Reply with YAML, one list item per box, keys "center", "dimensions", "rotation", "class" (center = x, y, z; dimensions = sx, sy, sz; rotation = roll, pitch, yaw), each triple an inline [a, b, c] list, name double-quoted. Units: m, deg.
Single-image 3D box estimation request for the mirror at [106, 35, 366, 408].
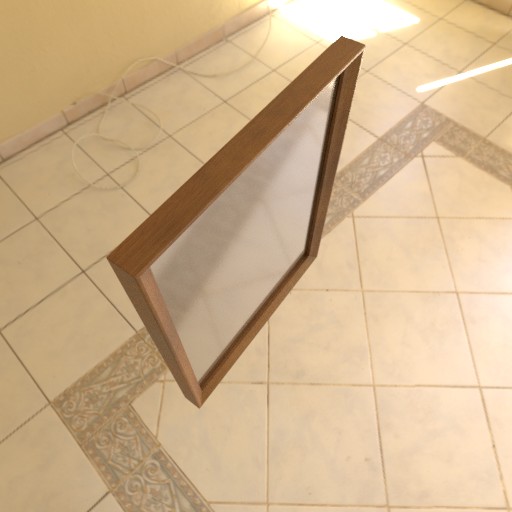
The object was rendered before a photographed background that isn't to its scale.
- center: [0.000, 0.000, 0.688]
  dimensions: [0.041, 0.509, 0.406]
  rotation: [32, 64, 18]
  class: "mirror"
